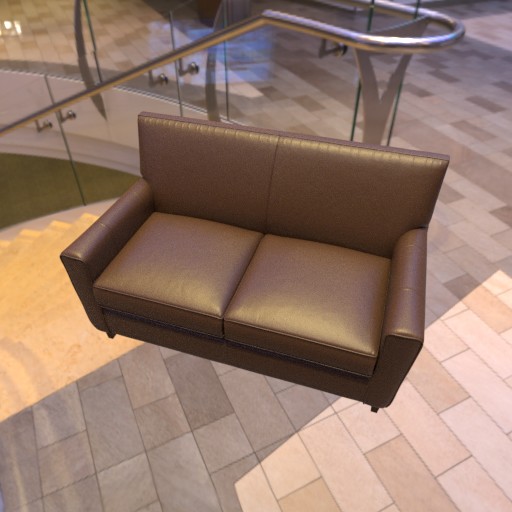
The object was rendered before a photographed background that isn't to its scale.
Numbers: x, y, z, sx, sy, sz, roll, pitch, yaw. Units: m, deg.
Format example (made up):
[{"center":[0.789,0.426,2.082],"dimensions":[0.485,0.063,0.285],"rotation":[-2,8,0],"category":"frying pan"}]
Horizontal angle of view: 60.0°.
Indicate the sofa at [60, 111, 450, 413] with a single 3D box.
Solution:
[{"center":[0.000,0.000,2.041],"dimensions":[1.468,0.859,0.853],"rotation":[12,43,13],"category":"sofa"}]
